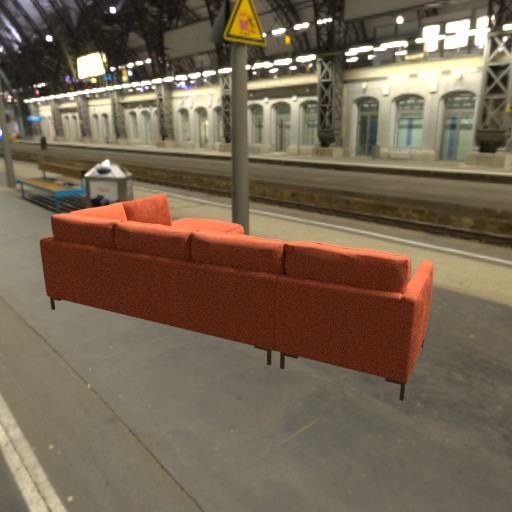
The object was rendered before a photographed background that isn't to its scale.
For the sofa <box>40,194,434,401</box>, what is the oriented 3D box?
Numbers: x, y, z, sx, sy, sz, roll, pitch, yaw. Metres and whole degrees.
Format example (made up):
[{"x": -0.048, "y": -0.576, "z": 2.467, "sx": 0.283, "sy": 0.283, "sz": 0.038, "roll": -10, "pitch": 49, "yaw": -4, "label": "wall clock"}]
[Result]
[{"x": 0.000, "y": 0.000, "z": 3.553, "sx": 2.736, "sy": 0.757, "sz": 1.879, "roll": 8, "pitch": 18, "yaw": 26, "label": "sofa"}]
